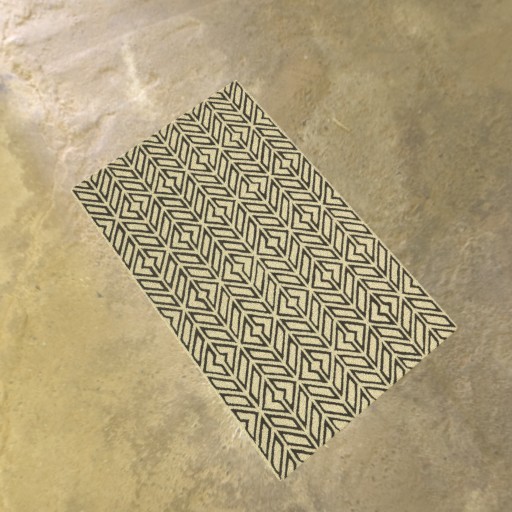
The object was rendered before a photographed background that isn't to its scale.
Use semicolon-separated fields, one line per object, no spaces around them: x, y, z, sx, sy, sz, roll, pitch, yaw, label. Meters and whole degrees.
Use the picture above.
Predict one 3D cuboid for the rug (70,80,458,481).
0.000;0.000;3.076;1.523;0.008;2.438;-37;78;-9;rug
